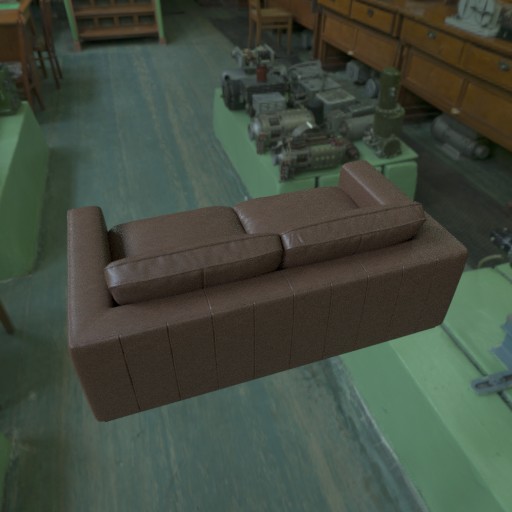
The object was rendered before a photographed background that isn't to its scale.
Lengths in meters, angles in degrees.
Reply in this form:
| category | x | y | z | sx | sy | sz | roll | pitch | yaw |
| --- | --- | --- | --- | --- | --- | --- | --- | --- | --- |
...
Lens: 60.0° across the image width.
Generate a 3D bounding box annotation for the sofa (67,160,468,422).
| category | x | y | z | sx | sy | sz | roll | pitch | yaw |
| --- | --- | --- | --- | --- | --- | --- | --- | --- | --- |
| sofa | 0.000 | 0.000 | 2.450 | 1.920 | 0.800 | 1.070 | -12 | 41 | -14 |
